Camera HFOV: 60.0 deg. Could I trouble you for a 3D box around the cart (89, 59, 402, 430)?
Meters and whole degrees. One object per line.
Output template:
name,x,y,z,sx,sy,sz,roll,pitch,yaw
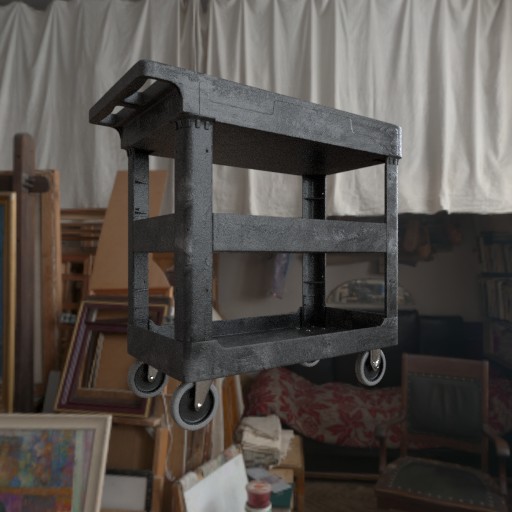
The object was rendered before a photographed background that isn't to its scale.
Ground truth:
cart,0.000,0.000,1.336,0.877,0.824,0.420,0,0,-35
